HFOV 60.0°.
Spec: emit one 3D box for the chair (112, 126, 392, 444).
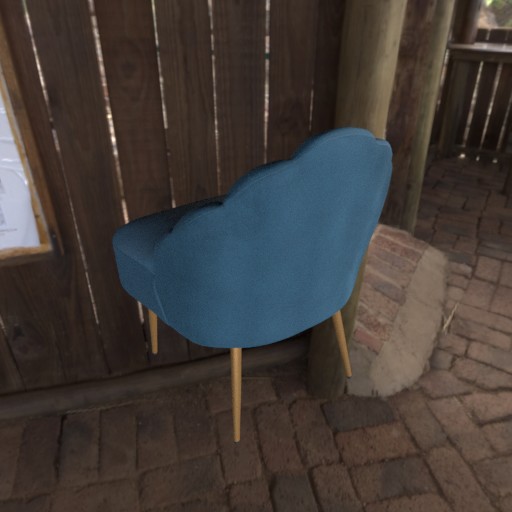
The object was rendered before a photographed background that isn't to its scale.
[{"bbox_3d":[0.000,0.000,1.240,0.657,0.819,0.599,-19,35,-30],"label":"chair"}]
